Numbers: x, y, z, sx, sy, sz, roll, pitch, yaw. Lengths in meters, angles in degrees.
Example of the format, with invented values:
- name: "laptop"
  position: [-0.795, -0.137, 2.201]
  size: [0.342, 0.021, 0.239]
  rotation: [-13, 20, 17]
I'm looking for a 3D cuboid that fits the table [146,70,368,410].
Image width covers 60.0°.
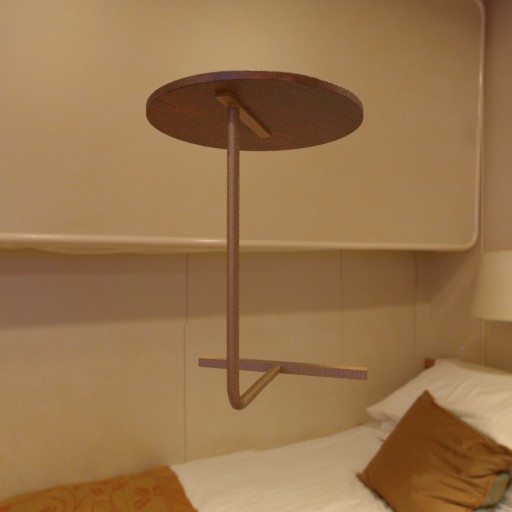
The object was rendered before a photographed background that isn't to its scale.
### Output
- name: "table"
  position: [0.000, 0.000, 1.127]
  size: [0.530, 0.706, 0.577]
  rotation: [0, 0, 17]
